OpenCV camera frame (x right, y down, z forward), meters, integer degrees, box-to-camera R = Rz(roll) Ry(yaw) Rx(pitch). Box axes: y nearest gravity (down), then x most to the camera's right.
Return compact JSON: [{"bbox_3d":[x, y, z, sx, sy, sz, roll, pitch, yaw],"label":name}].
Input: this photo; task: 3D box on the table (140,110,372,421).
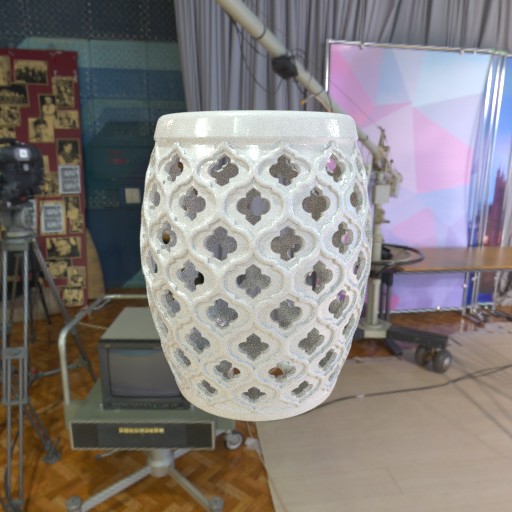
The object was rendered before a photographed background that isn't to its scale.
[{"bbox_3d":[0.000,0.000,0.646,0.325,0.388,0.325,0,14,0],"label":"table"}]
